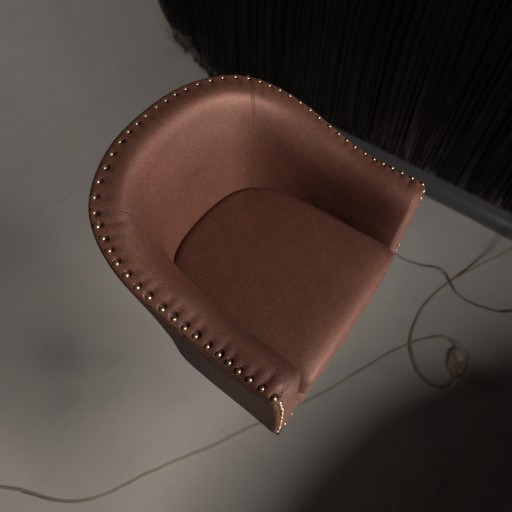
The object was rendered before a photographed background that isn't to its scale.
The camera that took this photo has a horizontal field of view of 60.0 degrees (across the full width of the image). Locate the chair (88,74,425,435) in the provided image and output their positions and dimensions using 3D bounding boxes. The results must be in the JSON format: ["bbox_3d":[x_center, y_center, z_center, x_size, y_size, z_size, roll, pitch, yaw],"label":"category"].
[{"bbox_3d":[0.000,0.000,1.428,0.748,0.823,0.794,32,64,18],"label":"chair"}]
